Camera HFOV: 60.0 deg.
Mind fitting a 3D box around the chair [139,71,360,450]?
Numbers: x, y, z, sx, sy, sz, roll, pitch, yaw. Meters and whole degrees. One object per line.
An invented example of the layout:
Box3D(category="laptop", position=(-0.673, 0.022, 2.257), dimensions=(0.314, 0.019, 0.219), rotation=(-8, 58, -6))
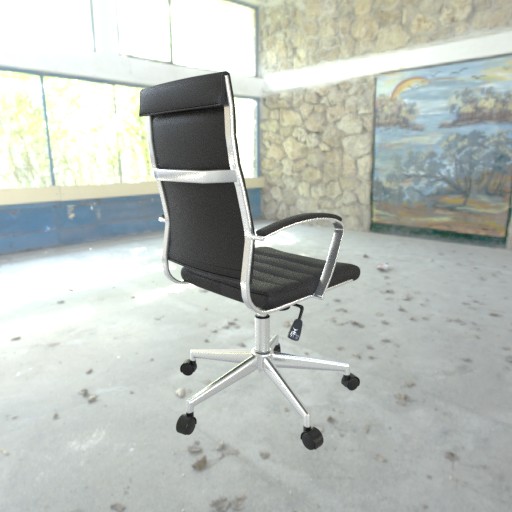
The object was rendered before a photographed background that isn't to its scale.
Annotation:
Box3D(category="chair", position=(0.000, 0.000, 1.635), dimensions=(0.739, 1.149, 0.766), rotation=(-11, 17, -42))
